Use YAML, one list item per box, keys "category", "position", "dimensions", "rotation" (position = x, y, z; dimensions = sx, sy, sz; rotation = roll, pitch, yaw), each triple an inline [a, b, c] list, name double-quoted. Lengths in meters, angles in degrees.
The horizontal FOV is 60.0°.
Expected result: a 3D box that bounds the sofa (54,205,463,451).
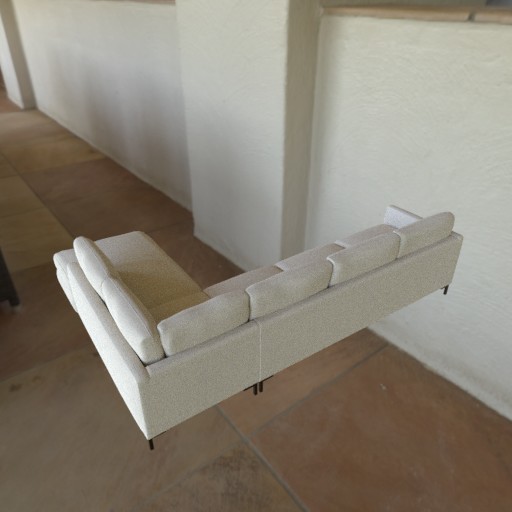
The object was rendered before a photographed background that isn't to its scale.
- category: "sofa"
  position: [0.000, 0.000, 3.844]
  dimensions: [2.949, 0.815, 2.007]
  rotation: [-19, 36, -29]
